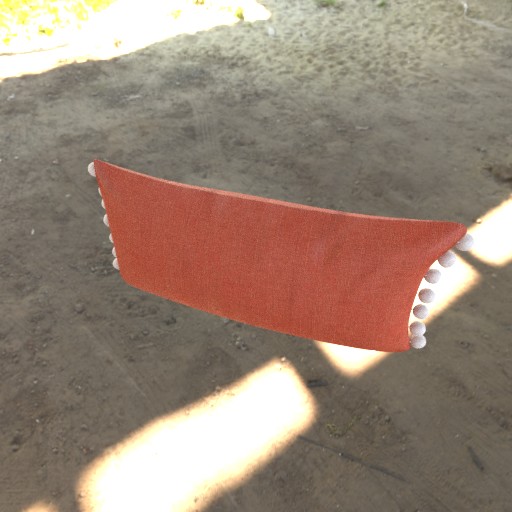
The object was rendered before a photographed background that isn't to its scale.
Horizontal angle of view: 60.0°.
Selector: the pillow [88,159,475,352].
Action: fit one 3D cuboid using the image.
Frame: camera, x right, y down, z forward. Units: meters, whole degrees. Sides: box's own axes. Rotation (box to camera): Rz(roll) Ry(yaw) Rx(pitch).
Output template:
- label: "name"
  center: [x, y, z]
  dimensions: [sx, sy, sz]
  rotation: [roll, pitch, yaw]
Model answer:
- label: "pillow"
  center: [0.000, 0.000, 0.846]
  dimensions: [0.709, 0.322, 0.201]
  rotation: [13, 44, 14]
